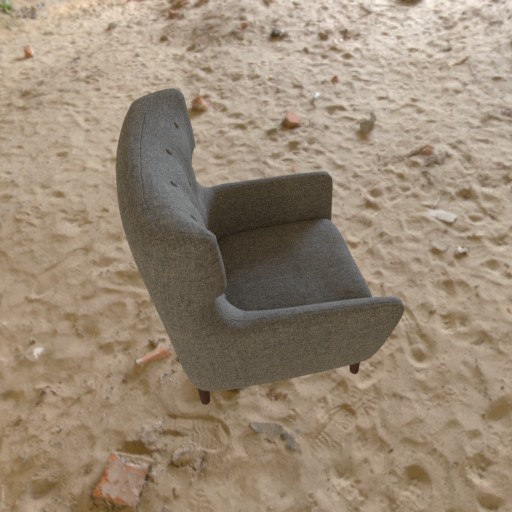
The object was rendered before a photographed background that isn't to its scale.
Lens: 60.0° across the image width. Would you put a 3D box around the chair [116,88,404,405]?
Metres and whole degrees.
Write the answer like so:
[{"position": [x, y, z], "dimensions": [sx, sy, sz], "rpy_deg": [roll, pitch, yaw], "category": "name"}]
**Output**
[{"position": [0.000, 0.000, 1.775], "dimensions": [0.904, 1.063, 0.878], "rpy_deg": [-9, 47, -9], "category": "chair"}]
